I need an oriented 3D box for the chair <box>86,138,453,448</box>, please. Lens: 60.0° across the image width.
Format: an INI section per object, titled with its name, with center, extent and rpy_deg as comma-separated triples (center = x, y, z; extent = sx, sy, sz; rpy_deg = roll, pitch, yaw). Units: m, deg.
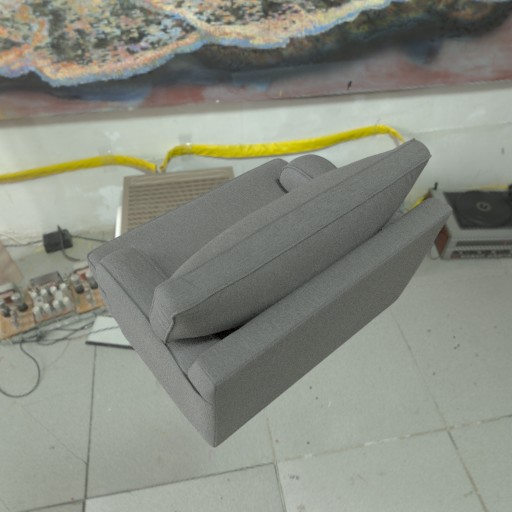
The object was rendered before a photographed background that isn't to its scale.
[chair]
center = 0.000, 0.000, 1.983
extent = 1.220, 1.016, 1.041
rpy_deg = -32, 55, -26
